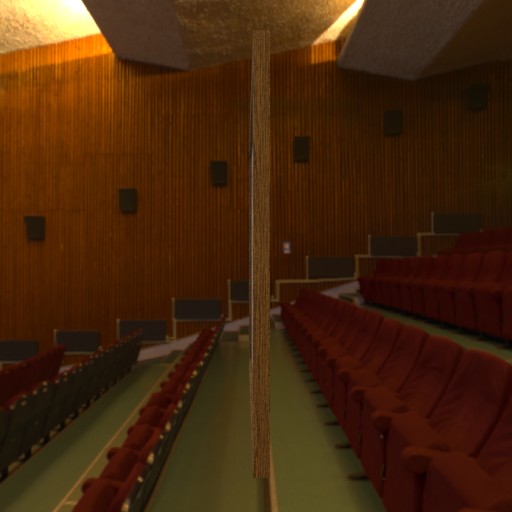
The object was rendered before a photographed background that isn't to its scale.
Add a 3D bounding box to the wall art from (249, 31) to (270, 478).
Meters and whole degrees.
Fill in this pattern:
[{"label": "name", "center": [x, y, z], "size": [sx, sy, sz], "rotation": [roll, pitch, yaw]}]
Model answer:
[{"label": "wall art", "center": [0.000, 0.000, 0.757], "size": [0.019, 0.508, 0.508], "rotation": [0, -1, -1]}]
